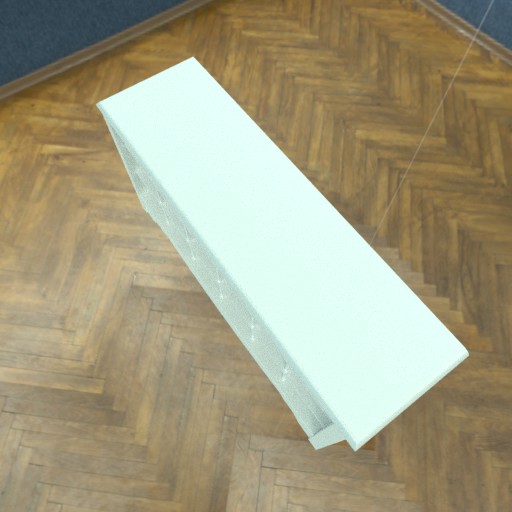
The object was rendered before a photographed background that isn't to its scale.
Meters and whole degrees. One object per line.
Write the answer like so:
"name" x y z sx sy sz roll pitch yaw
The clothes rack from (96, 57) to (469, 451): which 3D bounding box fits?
"clothes rack" 0.000 0.000 1.338 0.324 0.531 1.120 -33 69 -15
